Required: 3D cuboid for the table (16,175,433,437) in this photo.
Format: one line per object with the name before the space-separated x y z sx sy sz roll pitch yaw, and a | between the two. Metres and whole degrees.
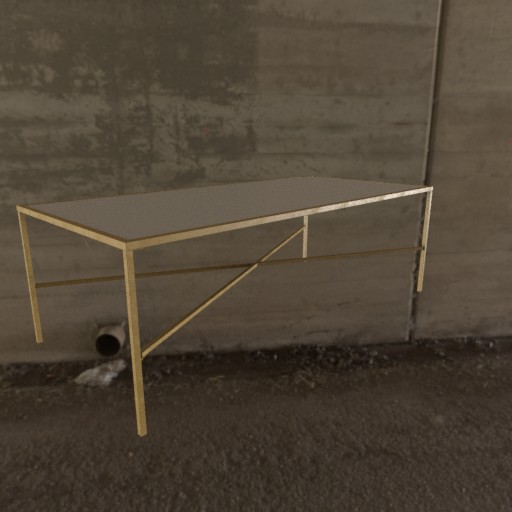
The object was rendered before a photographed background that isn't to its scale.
table | 0.000 0.000 1.432 1.206 0.398 0.580 -15 21 -42
